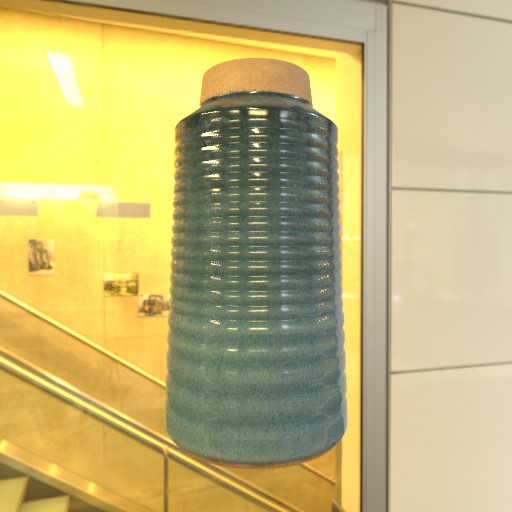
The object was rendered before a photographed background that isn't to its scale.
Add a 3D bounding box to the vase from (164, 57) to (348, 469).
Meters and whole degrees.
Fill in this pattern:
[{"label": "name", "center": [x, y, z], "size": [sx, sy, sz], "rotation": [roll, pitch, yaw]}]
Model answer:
[{"label": "vase", "center": [0.000, 0.000, 0.400], "size": [0.163, 0.316, 0.163], "rotation": [0, 1, 0]}]
